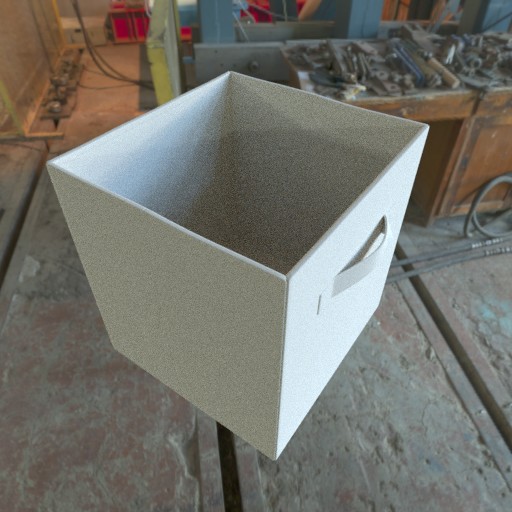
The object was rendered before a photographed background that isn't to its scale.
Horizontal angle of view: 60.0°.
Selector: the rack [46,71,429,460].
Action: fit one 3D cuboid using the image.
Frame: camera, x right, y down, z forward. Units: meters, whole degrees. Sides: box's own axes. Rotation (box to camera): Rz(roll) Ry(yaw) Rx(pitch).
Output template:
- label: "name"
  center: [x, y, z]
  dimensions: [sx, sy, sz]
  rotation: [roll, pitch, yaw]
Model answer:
- label: "rack"
  center: [0.000, 0.000, 0.505]
  dimensions: [0.270, 0.280, 0.270]
  rotation: [26, 49, 25]
